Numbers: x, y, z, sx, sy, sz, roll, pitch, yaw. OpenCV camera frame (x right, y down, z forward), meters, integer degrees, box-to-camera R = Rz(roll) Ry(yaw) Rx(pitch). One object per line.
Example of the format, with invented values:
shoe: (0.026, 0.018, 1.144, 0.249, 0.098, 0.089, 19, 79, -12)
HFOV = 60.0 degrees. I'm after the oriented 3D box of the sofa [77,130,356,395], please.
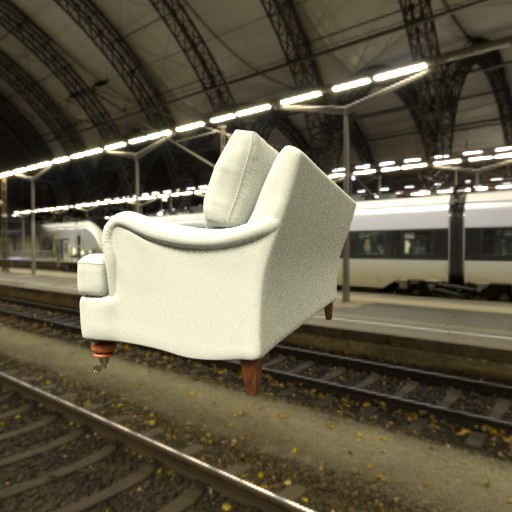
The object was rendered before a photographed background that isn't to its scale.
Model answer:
sofa: (0.000, 0.000, 2.864, 1.069, 1.096, 2.193, 0, 1, 18)
